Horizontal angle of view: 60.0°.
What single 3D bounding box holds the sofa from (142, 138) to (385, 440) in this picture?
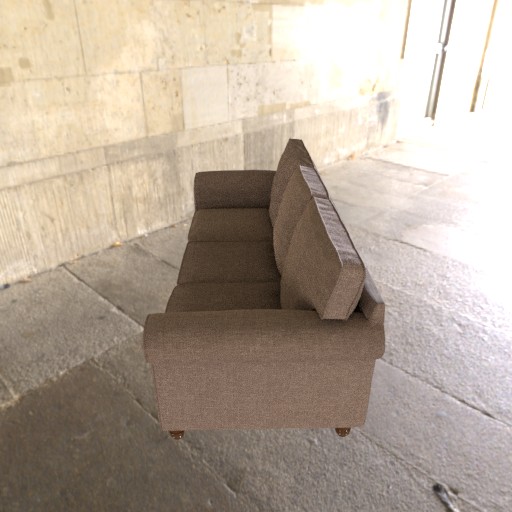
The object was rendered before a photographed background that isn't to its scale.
[{"bbox_3d":[0.000,0.000,2.600,0.916,0.961,2.084,-1,27,-1],"label":"sofa"}]
